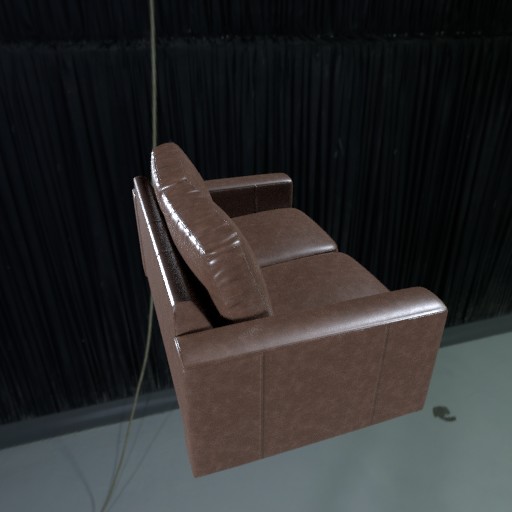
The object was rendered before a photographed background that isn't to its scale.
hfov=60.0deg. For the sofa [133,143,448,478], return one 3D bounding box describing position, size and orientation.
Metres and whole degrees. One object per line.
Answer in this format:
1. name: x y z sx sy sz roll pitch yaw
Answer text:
1. sofa: 0.000 0.000 2.187 1.016 0.873 1.616 -9 30 -16
